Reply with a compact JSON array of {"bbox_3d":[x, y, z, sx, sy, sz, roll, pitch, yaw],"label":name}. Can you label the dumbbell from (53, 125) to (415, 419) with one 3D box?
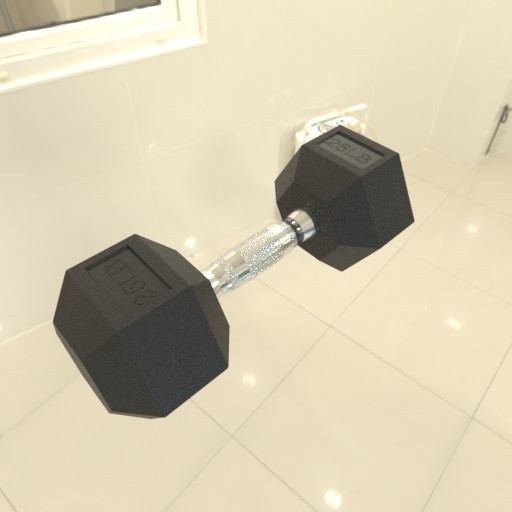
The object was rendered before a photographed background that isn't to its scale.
[{"bbox_3d":[0.000,0.000,0.370,0.315,0.113,0.129,-33,54,-28],"label":"dumbbell"}]
